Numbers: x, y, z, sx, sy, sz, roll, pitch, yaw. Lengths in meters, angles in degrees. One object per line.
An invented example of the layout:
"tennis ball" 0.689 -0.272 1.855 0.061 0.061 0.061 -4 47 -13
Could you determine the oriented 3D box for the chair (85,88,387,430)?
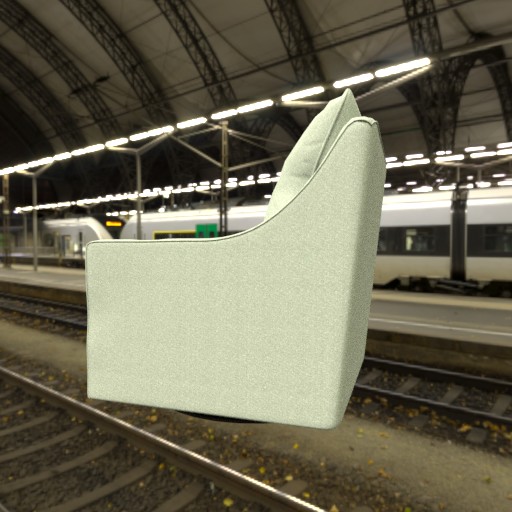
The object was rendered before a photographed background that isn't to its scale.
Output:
"chair" 0.000 0.000 1.581 0.870 0.926 0.760 1 2 19
